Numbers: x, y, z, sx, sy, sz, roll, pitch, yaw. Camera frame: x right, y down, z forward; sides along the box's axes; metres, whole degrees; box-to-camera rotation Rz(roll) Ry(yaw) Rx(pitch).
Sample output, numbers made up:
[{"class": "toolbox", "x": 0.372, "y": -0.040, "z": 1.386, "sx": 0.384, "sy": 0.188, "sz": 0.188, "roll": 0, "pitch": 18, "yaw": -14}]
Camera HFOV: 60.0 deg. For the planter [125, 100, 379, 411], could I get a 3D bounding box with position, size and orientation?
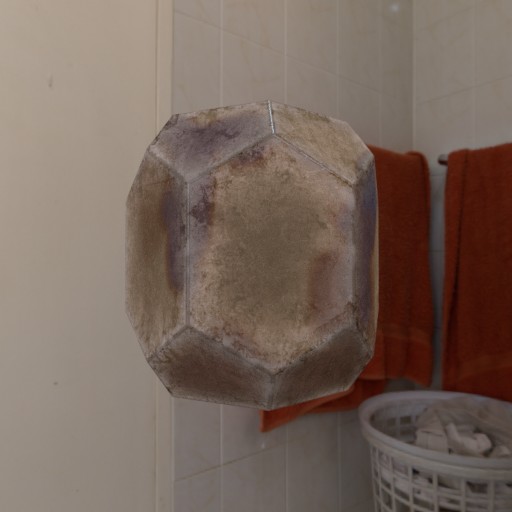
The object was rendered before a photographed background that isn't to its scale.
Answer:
[{"class": "planter", "x": 0.000, "y": 0.000, "z": 0.424, "sx": 0.221, "sy": 0.238, "sz": 0.243, "roll": 0, "pitch": -1, "yaw": -37}]
